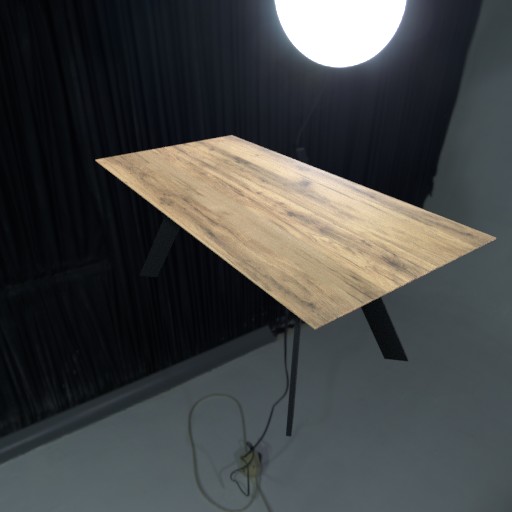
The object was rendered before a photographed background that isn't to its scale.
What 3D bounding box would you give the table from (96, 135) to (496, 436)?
[{"bbox_3d":[0.000,0.000,2.467,1.000,0.770,2.000,-20,35,-30],"label":"table"}]
